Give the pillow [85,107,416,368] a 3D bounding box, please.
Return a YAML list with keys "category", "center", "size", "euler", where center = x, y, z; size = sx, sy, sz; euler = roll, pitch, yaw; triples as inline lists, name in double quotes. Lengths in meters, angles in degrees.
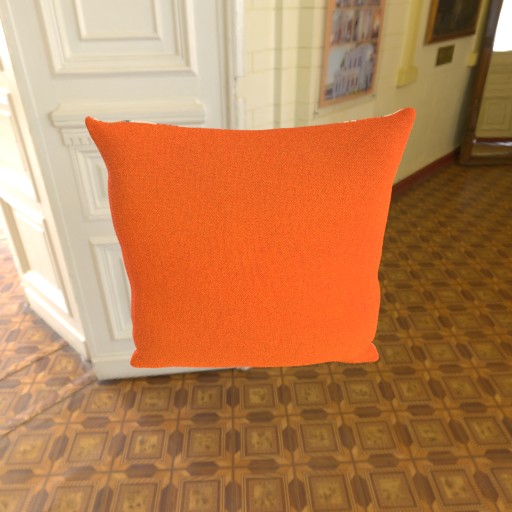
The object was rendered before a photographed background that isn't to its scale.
- category: "pillow"
  center: [0.000, 0.000, 0.683]
  size: [0.440, 0.441, 0.182]
  euler: [-2, 31, -3]
